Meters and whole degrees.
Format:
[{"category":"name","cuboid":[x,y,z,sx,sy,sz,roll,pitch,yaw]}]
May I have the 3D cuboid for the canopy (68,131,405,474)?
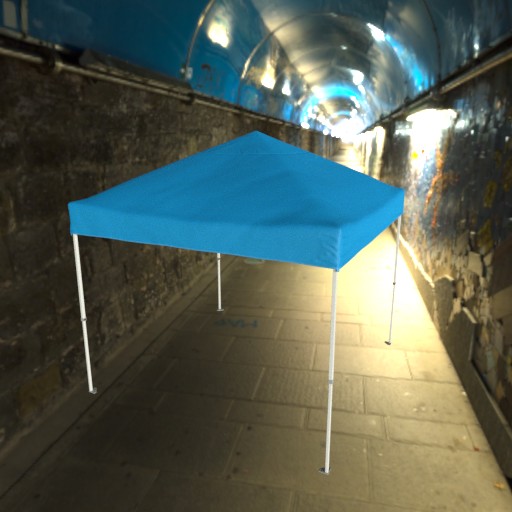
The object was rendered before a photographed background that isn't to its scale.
[{"category":"canopy","cuboid":[0.000,0.000,5.512,2.996,2.997,2.998,8,17,26]}]
